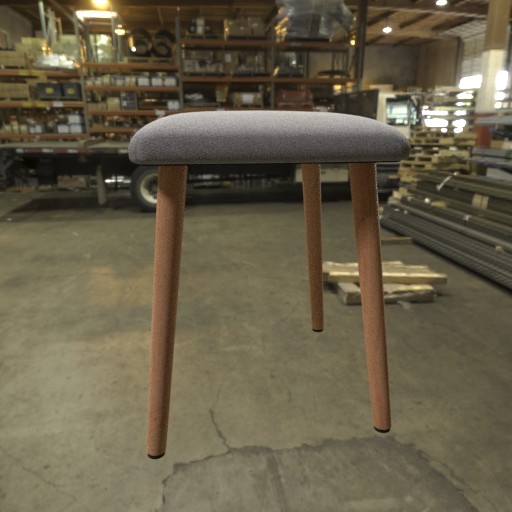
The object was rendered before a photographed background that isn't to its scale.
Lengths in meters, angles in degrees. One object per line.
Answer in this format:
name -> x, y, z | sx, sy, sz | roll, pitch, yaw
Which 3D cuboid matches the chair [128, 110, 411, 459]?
chair -> 0.000, 0.000, 0.708 | 0.350, 0.440, 0.350 | -3, 17, -9
